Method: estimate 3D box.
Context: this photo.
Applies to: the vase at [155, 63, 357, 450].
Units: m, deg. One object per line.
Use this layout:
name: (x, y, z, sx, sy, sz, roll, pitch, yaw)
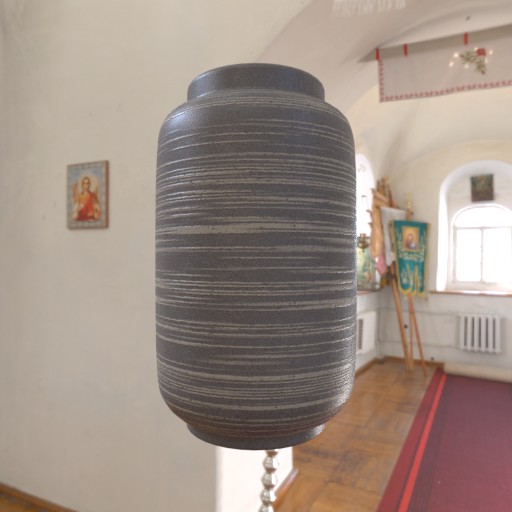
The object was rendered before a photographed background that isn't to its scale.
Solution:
vase: (0.000, 0.000, 0.668, 0.297, 0.499, 0.297, 0, 0, 0)
